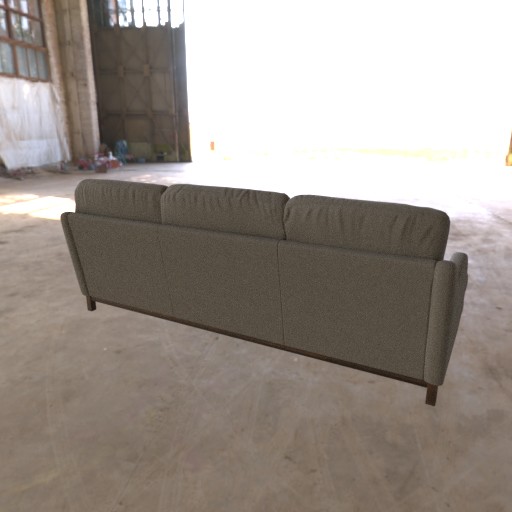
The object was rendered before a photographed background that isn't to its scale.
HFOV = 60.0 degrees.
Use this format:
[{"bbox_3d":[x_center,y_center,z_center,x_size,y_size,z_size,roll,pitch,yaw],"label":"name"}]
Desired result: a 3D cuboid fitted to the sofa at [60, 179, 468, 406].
[{"bbox_3d":[0.000,0.000,2.740,2.344,0.926,0.987,9,18,28],"label":"sofa"}]
